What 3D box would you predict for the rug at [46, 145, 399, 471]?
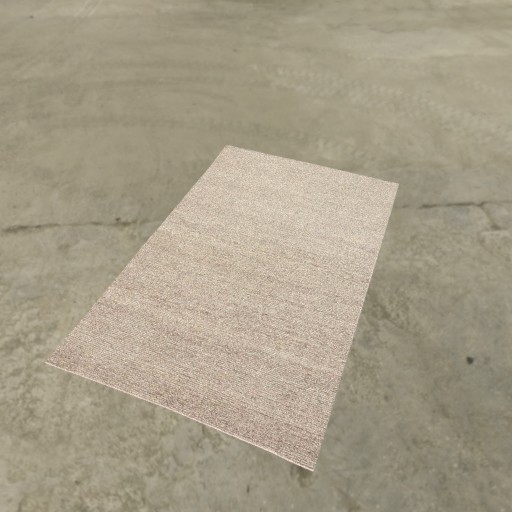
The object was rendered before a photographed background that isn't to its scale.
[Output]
[{"bbox_3d":[0.000,0.000,2.256,1.154,0.021,1.792,16,48,15],"label":"rug"}]
